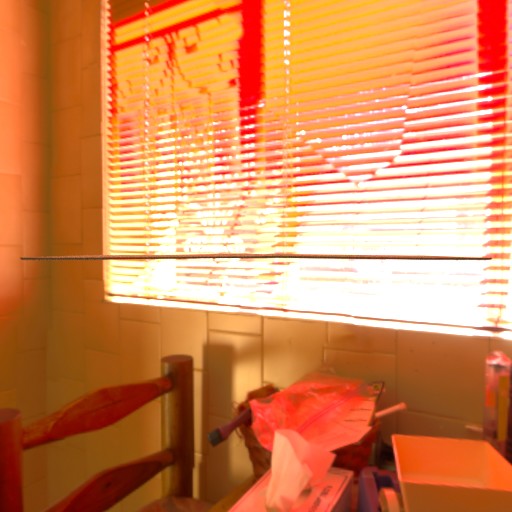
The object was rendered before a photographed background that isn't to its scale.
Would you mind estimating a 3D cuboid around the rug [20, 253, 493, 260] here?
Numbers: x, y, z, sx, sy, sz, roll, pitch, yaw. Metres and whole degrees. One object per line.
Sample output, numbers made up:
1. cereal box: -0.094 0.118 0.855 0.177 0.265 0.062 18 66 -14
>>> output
1. rug: 0.000 0.000 2.990 2.338 0.030 1.616 0 1 1
